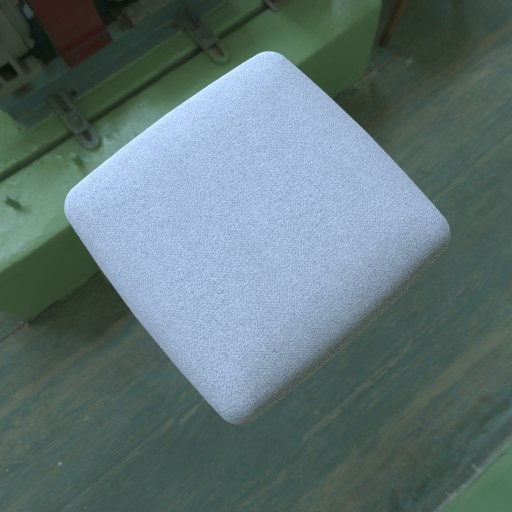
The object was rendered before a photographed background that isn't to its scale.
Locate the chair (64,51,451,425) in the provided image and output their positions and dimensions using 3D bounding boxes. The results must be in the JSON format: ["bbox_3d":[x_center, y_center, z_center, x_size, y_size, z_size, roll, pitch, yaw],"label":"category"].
[{"bbox_3d":[0.000,0.000,0.689,0.350,0.440,0.350,-39,79,-9],"label":"chair"}]
